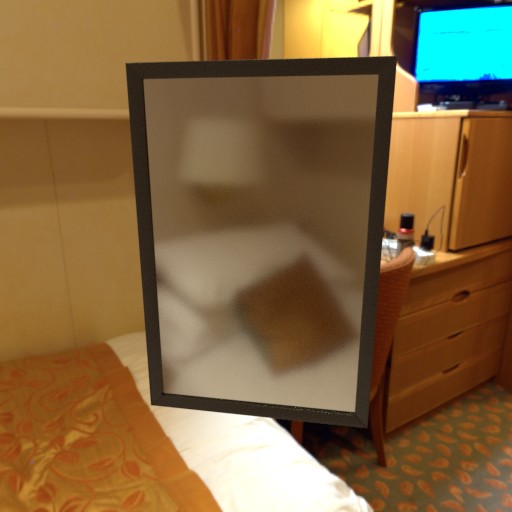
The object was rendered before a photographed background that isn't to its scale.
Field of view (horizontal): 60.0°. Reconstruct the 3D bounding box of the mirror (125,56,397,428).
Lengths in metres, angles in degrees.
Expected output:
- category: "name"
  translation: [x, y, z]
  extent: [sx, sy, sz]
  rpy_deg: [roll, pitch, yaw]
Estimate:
- category: "mirror"
  translation: [0.000, 0.000, 1.124]
  extent: [0.609, 0.915, 0.040]
  rpy_deg: [3, 16, 9]
